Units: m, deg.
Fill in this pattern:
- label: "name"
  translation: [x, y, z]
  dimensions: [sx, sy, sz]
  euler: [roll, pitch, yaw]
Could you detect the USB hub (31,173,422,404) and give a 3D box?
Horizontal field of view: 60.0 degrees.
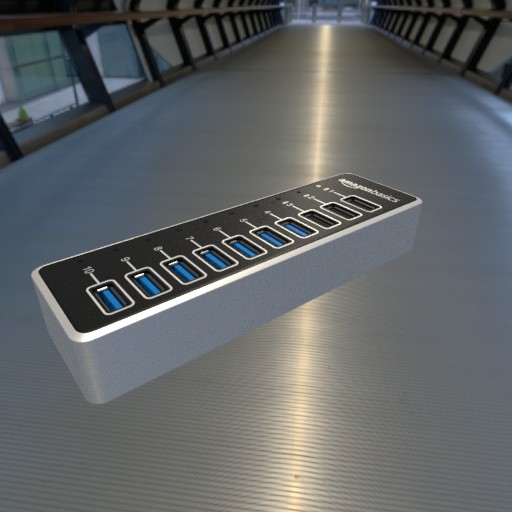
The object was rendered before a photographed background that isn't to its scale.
- label: "USB hub"
  translation: [0.000, 0.000, 0.166]
  dimensions: [0.145, 0.023, 0.044]
  euler: [-21, 37, -32]
